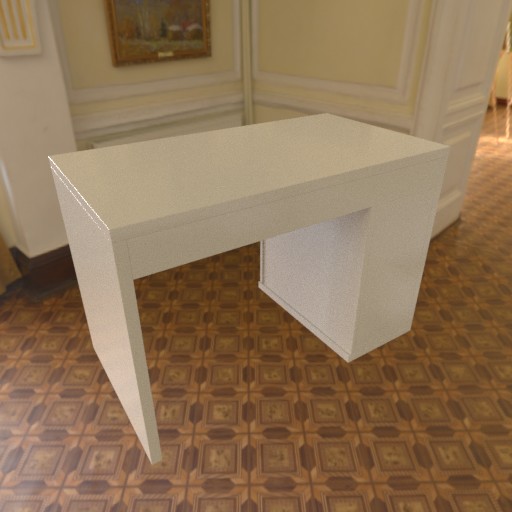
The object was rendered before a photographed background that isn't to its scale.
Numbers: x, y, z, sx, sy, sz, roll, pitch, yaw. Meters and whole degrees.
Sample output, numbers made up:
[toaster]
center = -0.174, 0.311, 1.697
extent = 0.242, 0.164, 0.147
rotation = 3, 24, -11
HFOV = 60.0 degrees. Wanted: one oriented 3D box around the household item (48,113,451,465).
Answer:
[household item]
center = 0.000, 0.000, 1.560
extent = 1.100, 0.749, 0.597
rotation = -18, 34, -28
